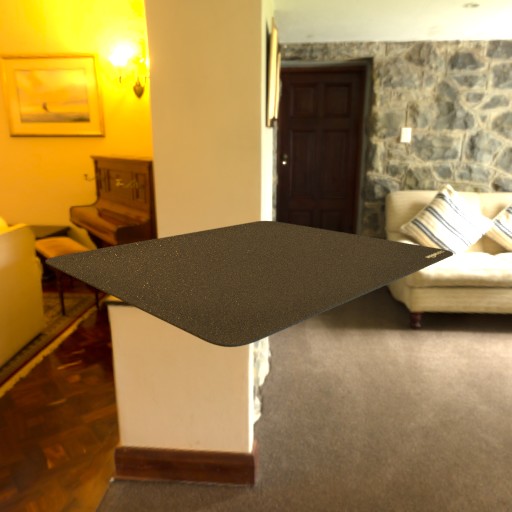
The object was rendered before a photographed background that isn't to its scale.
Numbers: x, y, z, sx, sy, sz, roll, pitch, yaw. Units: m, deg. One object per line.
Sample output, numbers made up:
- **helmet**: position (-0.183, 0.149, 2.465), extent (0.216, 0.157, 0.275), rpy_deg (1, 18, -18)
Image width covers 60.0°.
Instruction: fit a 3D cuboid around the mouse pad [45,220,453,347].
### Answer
- **mouse pad**: position (0.000, 0.000, 0.630), extent (0.393, 0.002, 0.451), rpy_deg (14, 20, 43)
